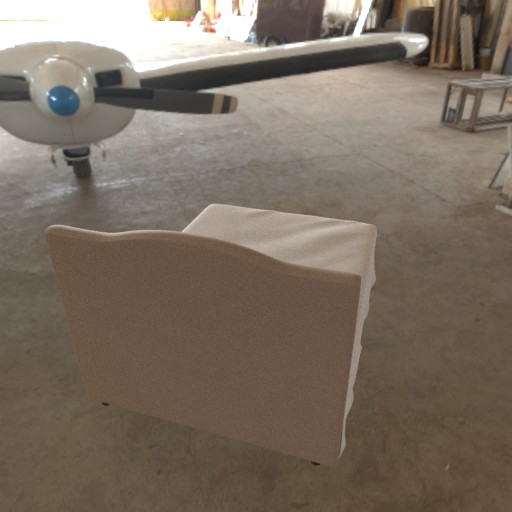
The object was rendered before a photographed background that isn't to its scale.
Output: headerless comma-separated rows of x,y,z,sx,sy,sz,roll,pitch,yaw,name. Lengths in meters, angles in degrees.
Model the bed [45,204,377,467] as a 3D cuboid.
0.000,0.000,3.430,1.821,1.436,2.282,9,31,15,bed
